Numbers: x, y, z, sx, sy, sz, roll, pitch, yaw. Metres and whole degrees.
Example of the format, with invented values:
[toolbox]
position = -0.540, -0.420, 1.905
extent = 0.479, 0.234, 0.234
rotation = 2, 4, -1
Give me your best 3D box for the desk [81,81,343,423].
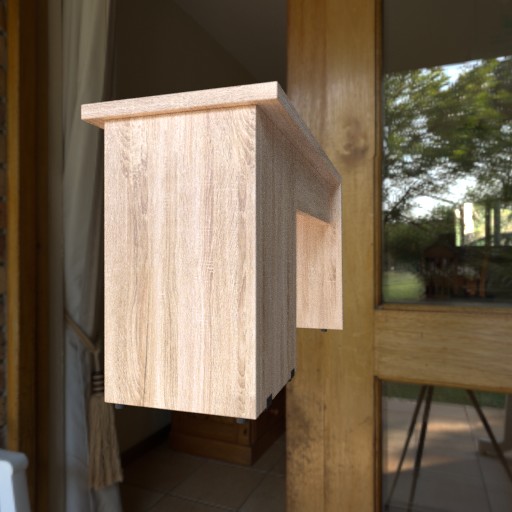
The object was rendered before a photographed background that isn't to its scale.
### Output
[desk]
position = 0.000, 0.000, 1.639
extent = 0.500, 0.750, 1.300
rotation = 0, 0, 17
